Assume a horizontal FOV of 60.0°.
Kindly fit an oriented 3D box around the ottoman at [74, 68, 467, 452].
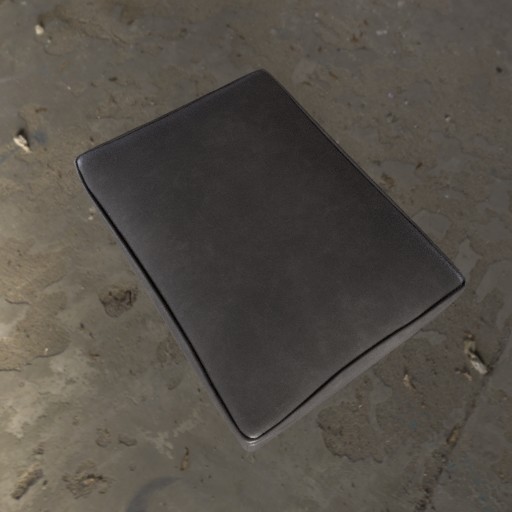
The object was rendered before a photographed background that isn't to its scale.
[{"bbox_3d":[0.000,0.000,1.123,0.554,0.445,0.756,-31,68,-14],"label":"ottoman"}]
